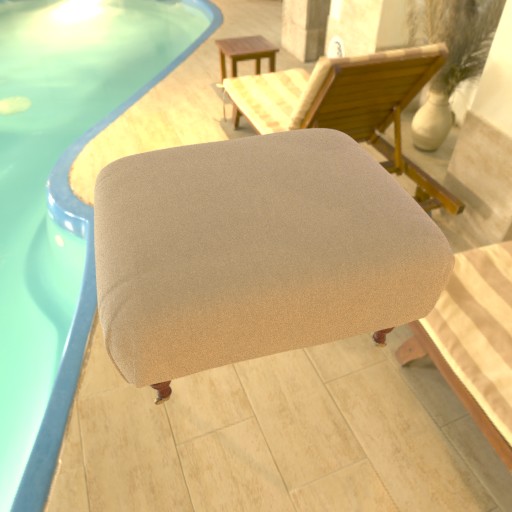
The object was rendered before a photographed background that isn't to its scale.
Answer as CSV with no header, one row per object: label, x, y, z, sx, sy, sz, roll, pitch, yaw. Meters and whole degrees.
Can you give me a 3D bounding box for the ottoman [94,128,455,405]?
ottoman,0.000,0.000,1.140,0.746,0.450,0.622,-11,43,-12
